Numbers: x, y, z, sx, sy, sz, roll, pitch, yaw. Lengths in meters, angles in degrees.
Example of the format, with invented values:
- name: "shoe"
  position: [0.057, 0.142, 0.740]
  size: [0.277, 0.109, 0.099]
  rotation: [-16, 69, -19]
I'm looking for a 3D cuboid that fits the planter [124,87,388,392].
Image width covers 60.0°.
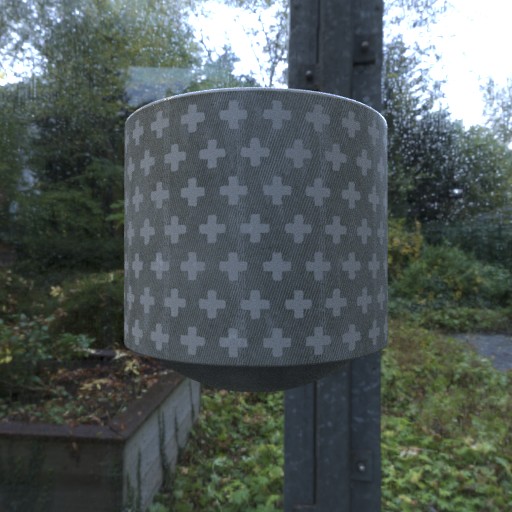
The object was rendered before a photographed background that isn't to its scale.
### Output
- name: "planter"
  position: [0.000, 0.000, 0.439]
  size: [0.250, 0.239, 0.250]
  rotation: [0, -1, 0]
